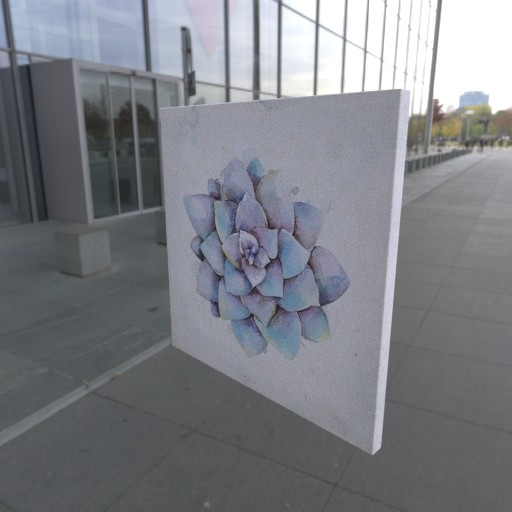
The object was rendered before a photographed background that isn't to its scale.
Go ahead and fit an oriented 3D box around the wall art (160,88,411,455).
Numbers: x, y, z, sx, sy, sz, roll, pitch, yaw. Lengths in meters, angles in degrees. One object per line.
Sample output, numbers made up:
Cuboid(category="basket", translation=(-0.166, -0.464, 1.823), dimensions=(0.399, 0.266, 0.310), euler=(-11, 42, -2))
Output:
Cuboid(category="wall art", translation=(0.000, 0.000, 1.151), dimensions=(0.762, 0.762, 0.038), euler=(14, 21, 43))
